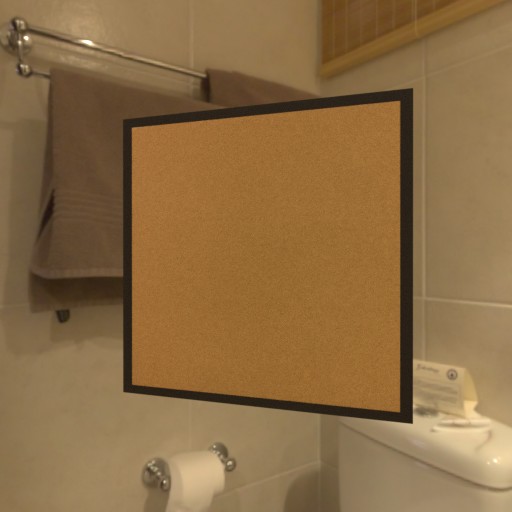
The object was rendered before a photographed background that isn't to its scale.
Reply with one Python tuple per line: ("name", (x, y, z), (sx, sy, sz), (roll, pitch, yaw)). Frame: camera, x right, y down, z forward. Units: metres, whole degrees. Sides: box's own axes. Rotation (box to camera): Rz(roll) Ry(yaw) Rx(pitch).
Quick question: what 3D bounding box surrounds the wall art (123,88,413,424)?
("wall art", (0.000, 0.000, 0.762), (0.508, 0.507, 0.033), (0, 0, 18))
